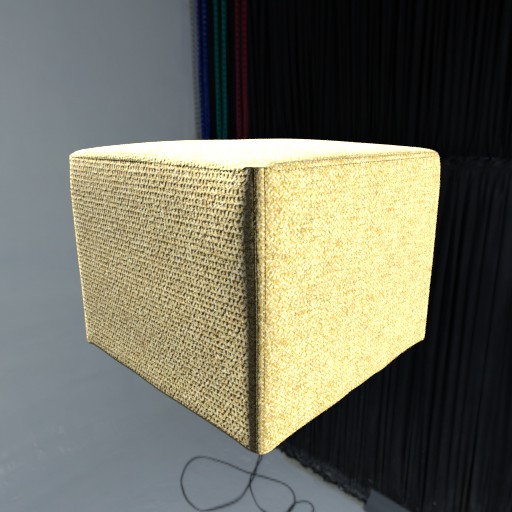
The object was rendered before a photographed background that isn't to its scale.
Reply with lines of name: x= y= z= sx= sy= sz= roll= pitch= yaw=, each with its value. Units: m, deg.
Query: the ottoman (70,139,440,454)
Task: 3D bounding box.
ottoman: x=0.000 y=0.000 z=0.870 sx=0.505 sy=0.441 sz=0.512 roll=15 pitch=21 yaw=42
